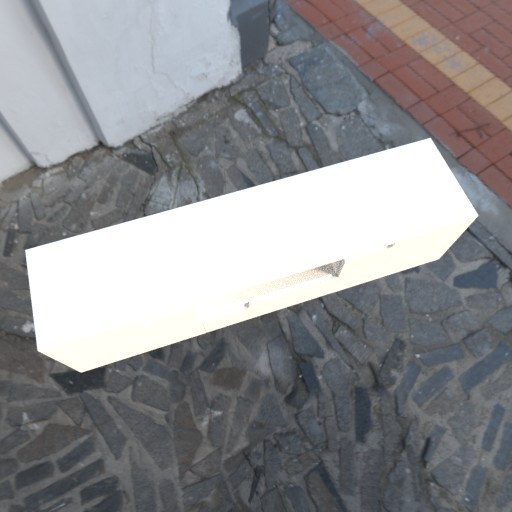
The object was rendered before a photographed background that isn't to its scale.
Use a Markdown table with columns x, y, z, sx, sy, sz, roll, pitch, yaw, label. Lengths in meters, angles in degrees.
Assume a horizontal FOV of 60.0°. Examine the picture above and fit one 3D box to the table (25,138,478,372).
| x | y | z | sx | sy | sz | roll | pitch | yaw | label |
| --- | --- | --- | --- | --- | --- | --- | --- | --- | --- |
| 0.000 | 0.000 | 1.842 | 1.650 | 0.420 | 0.390 | -17 | 66 | -7 | table |
